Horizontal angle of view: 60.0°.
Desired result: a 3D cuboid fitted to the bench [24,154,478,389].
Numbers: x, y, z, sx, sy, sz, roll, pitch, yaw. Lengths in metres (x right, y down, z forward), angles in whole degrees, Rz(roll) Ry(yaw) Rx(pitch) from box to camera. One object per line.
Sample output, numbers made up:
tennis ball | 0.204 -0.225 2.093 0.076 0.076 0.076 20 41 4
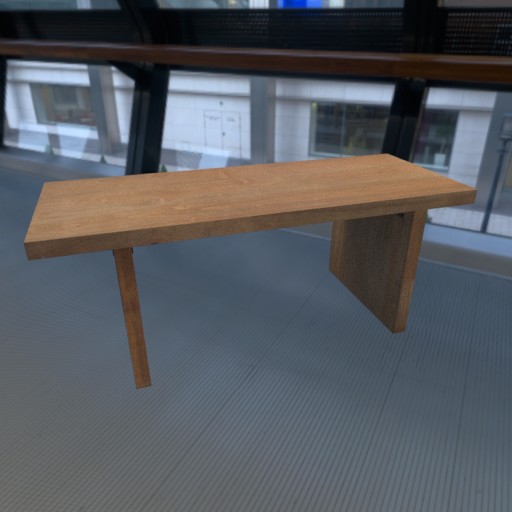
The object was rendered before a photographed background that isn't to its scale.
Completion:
bench | 0.000 0.000 1.398 1.183 0.458 0.458 -8 27 -16
